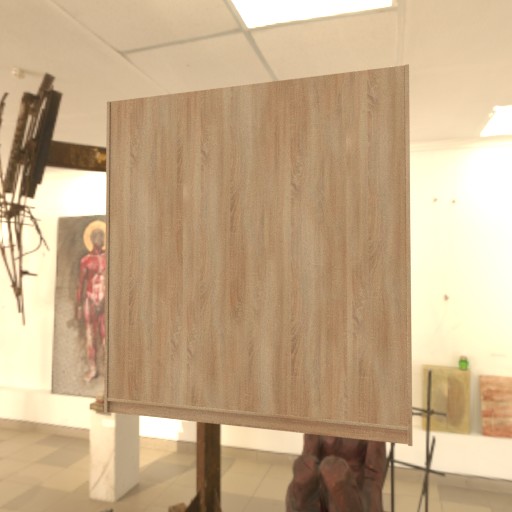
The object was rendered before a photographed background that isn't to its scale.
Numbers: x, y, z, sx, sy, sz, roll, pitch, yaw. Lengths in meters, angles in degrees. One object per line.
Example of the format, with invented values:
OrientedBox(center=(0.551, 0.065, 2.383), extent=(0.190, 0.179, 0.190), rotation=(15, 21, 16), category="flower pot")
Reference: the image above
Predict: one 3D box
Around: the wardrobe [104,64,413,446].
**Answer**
OrientedBox(center=(0.000, 0.000, 3.070), extent=(1.998, 2.159, 0.598), rotation=(0, -2, 17), category="wardrobe")
